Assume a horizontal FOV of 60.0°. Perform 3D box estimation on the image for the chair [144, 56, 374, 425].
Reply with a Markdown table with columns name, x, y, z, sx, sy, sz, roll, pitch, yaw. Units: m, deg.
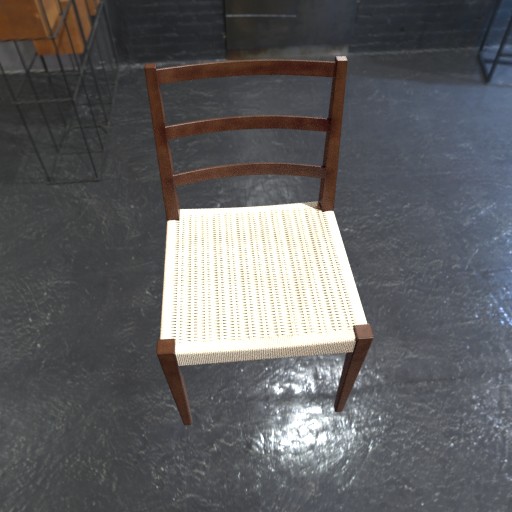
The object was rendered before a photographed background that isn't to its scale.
| name | x | y | z | sx | sy | sz | roll | pitch | yaw |
| --- | --- | --- | --- | --- | --- | --- | --- | --- | --- |
| chair | 0.000 | 0.000 | 1.159 | 0.480 | 0.813 | 0.551 | -4 | 47 | -3 |
